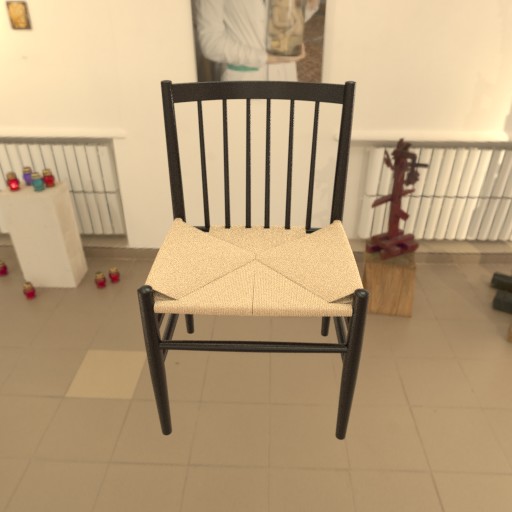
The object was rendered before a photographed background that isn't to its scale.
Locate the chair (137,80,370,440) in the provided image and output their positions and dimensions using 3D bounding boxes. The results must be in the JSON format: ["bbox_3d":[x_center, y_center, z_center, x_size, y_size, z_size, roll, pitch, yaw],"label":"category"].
[{"bbox_3d":[0.000,0.000,1.169,0.495,0.818,0.516,1,31,1],"label":"chair"}]
